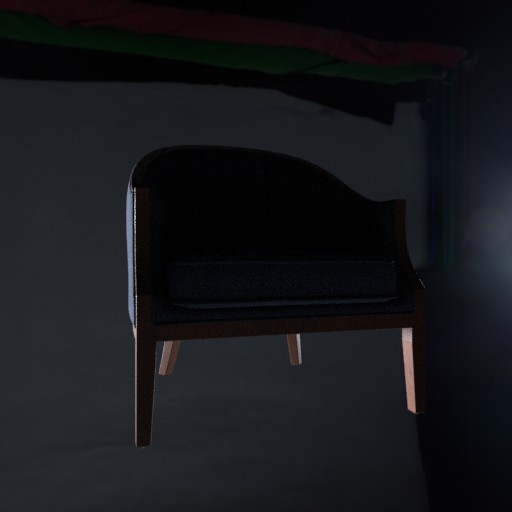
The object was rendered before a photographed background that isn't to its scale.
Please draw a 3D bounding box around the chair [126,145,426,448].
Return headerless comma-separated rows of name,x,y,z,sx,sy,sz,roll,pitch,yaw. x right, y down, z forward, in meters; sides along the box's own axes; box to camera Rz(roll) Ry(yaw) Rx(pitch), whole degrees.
chair,0.000,0.000,1.430,0.803,0.876,0.735,0,0,-17
